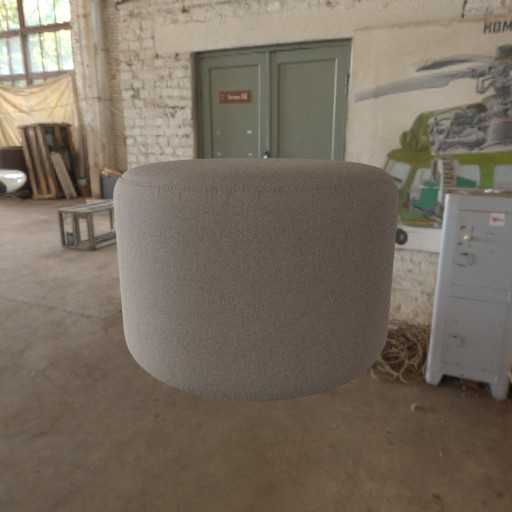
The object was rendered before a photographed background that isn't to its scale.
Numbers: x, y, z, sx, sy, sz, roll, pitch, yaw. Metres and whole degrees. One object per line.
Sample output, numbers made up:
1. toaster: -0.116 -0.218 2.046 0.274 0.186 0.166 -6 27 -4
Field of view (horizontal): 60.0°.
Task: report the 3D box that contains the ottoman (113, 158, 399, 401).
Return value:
1. ottoman: 0.000 0.000 1.024 0.608 0.433 0.608 0 15 0
